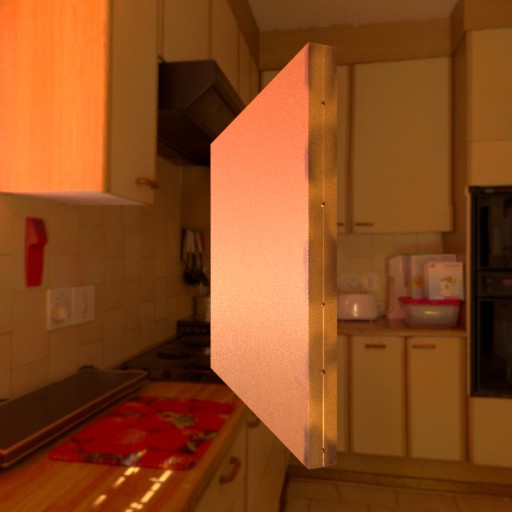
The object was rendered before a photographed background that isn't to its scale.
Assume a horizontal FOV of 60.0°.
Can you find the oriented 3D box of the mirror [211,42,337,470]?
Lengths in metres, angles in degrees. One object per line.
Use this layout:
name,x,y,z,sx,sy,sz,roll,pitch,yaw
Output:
mirror,0.000,0.000,0.772,0.042,0.507,0.509,0,0,-19
